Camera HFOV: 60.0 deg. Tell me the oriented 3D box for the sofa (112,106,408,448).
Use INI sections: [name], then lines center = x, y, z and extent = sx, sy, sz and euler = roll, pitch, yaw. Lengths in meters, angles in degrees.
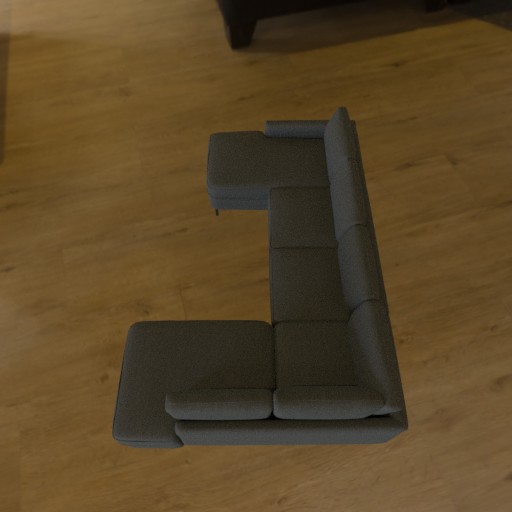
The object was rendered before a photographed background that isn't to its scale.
[sofa]
center = 0.000, 0.000, 3.775
extent = 1.984, 0.858, 2.975
euler = 0, 58, 0
